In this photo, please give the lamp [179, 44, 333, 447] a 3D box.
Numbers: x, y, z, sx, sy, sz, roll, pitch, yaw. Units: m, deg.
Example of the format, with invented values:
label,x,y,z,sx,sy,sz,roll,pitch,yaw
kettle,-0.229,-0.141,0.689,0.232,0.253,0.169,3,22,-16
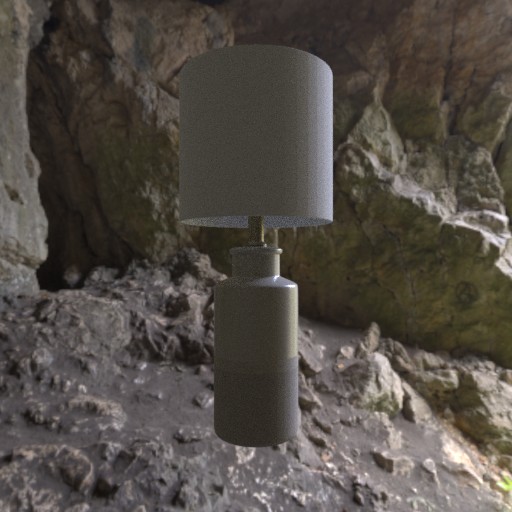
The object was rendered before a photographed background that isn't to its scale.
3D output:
label,x,y,z,sx,sy,sz,roll,pitch,yaw
lamp,0.000,0.000,0.621,0.212,0.493,0.212,0,0,18
